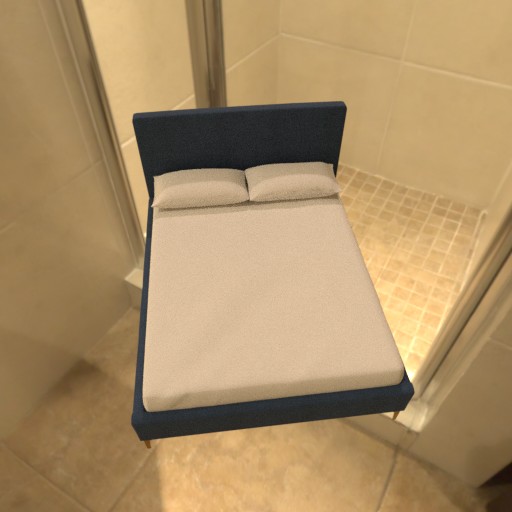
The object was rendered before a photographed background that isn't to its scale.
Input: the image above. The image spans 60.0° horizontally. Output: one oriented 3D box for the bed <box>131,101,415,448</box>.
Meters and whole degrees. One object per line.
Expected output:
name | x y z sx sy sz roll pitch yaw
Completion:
bed | 0.000 0.000 3.243 1.723 1.231 2.172 -5 47 -4
